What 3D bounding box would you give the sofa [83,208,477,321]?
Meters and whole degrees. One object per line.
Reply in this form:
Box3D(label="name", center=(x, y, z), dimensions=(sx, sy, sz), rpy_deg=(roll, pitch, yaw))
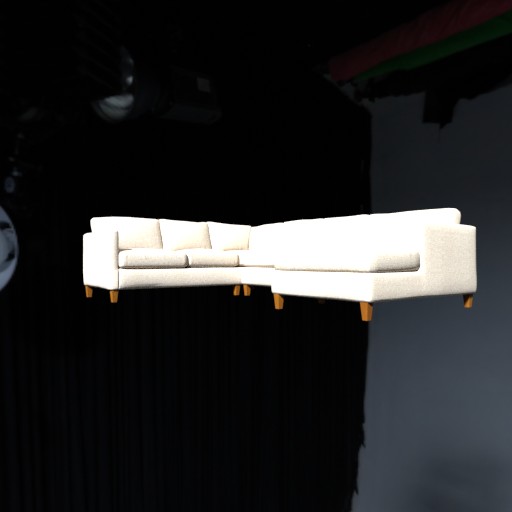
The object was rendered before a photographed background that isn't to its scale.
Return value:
Box3D(label="sofa", center=(0.000, 0.000, 4.680), dimensions=(2.594, 0.961, 3.460), rpy_deg=(0, -1, -38))
